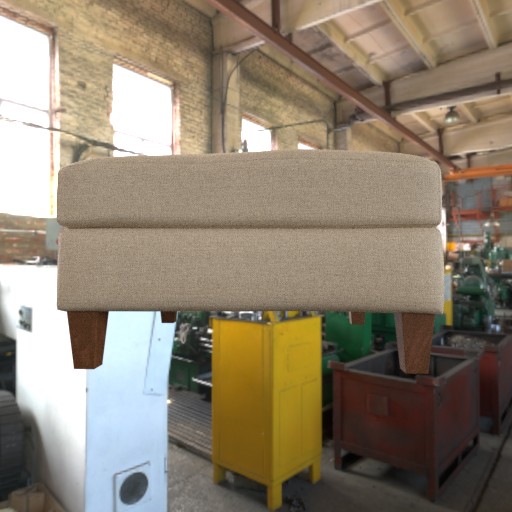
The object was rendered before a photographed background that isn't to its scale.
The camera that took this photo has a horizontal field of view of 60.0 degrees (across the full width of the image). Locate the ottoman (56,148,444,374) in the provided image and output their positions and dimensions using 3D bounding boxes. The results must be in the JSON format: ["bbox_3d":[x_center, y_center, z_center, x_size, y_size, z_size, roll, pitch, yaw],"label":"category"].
[{"bbox_3d":[0.000,0.000,1.331,0.838,0.503,0.838,0,-1,3],"label":"ottoman"}]
